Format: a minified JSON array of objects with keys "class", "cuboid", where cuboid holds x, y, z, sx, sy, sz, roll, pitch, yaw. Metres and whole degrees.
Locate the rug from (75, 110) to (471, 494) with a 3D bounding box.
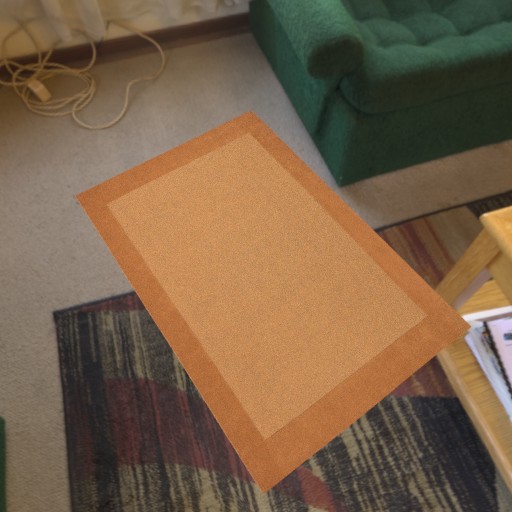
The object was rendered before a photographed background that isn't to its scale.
[{"class":"rug","cuboid":[0.000,0.000,2.312,1.219,0.014,1.829,-31,64,-17]}]
